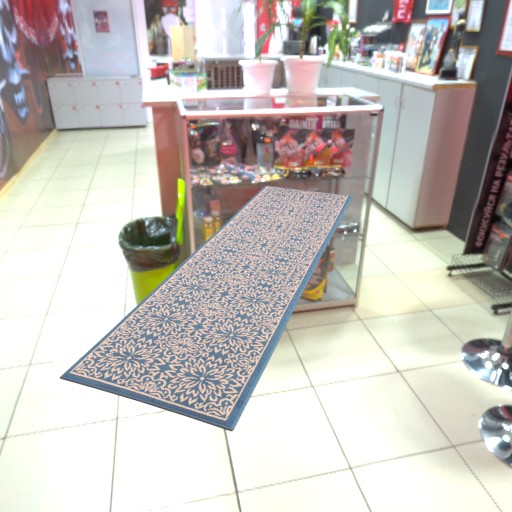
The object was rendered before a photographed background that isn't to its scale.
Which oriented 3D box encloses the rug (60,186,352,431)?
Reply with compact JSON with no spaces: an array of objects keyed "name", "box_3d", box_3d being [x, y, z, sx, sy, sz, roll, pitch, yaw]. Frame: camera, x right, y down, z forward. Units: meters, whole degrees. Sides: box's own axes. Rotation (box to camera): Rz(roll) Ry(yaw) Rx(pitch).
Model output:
[{"name":"rug","box_3d":[0.000,0.000,2.363,0.662,0.011,2.196,10,29,18]}]
